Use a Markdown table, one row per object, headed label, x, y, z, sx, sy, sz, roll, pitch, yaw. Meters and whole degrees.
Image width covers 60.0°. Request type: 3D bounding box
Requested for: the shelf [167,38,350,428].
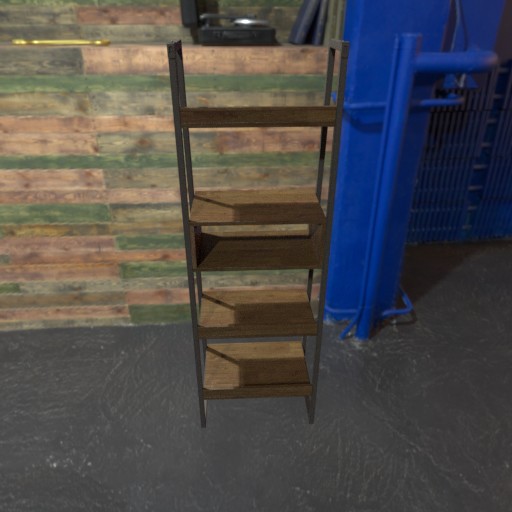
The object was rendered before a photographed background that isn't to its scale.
| label | x | y | z | sx | sy | sz | roll | pitch | yaw |
| --- | --- | --- | --- | --- | --- | --- | --- | --- | --- |
| shelf | 0.000 | 0.000 | 2.263 | 0.652 | 2.005 | 0.454 | -1 | 30 | -2 |
